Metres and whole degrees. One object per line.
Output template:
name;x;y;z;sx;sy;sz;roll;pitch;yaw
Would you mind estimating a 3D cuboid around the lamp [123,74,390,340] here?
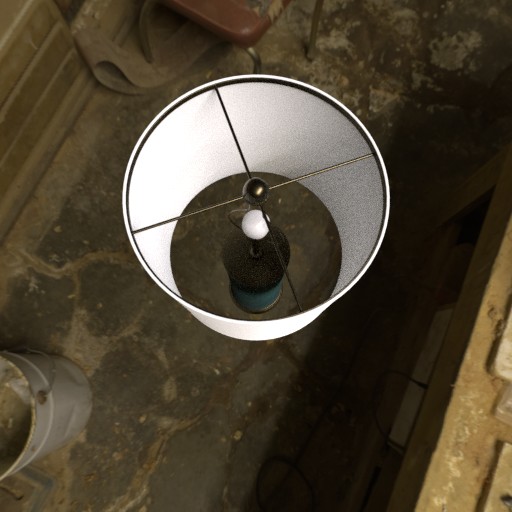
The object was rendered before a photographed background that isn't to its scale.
lamp;0.000;0.000;0.791;0.301;0.630;0.301;25;77;6
